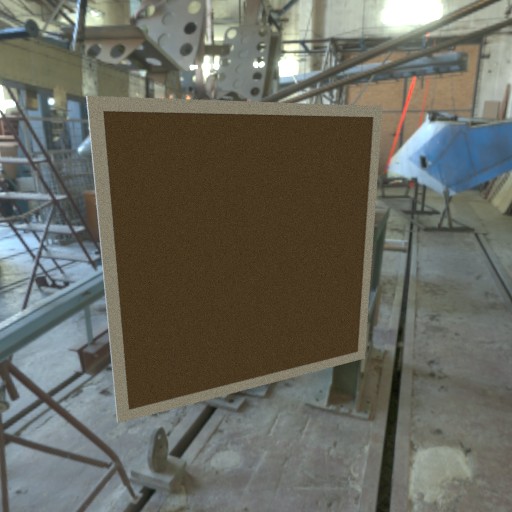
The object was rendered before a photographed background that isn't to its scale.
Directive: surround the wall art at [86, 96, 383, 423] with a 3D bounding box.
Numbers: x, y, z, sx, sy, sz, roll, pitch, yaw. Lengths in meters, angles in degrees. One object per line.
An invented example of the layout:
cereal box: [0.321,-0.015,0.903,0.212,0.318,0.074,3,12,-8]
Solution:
wall art: [0.000,0.000,1.234,0.812,0.812,0.015,-7,17,-25]
